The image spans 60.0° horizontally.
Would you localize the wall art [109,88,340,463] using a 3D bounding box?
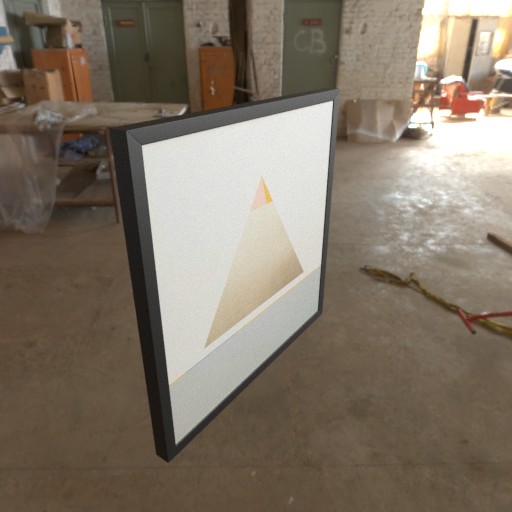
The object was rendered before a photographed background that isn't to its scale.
[{"bbox_3d":[0.000,0.000,0.776,0.028,0.511,0.513,18,31,31],"label":"wall art"}]
